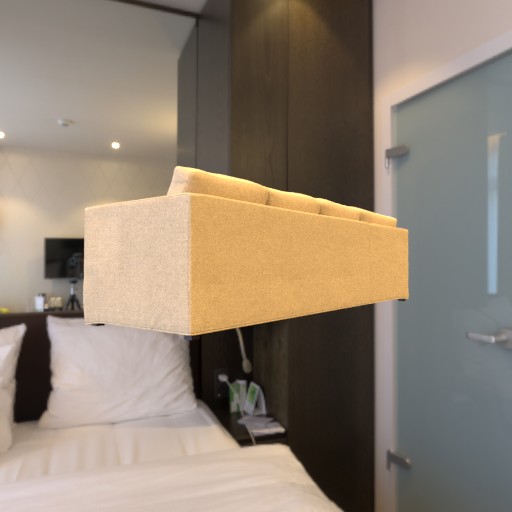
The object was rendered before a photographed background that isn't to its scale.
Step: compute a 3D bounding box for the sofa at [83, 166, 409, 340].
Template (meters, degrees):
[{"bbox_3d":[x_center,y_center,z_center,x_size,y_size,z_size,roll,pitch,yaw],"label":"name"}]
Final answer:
[{"bbox_3d":[0.000,0.000,3.902,1.650,0.922,3.205,-1,-1,38],"label":"sofa"}]
